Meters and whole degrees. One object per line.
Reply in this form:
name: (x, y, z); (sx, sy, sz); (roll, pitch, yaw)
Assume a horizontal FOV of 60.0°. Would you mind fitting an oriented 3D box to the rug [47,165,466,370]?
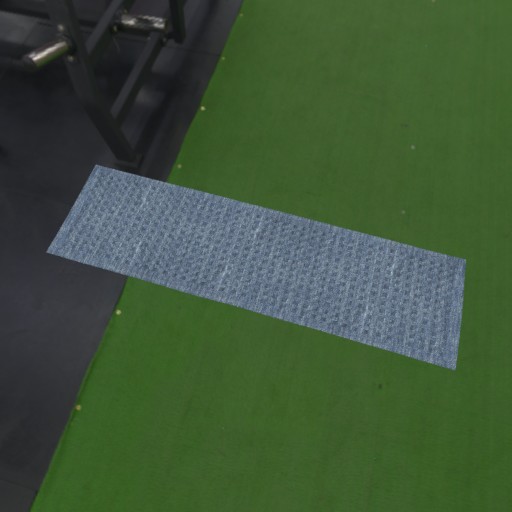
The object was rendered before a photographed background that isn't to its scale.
rug: (0.000, 0.000, 2.670); (2.443, 0.008, 0.688); (15, 65, 7)
